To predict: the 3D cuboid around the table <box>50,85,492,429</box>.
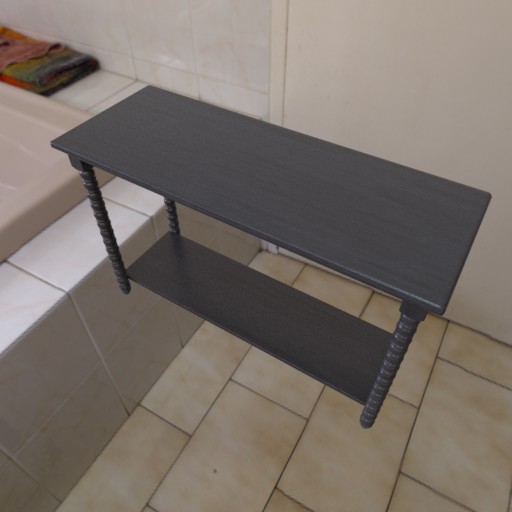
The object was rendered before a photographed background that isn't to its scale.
[{"bbox_3d":[0.000,0.000,1.506,1.184,0.735,0.459,24,51,21],"label":"table"}]
